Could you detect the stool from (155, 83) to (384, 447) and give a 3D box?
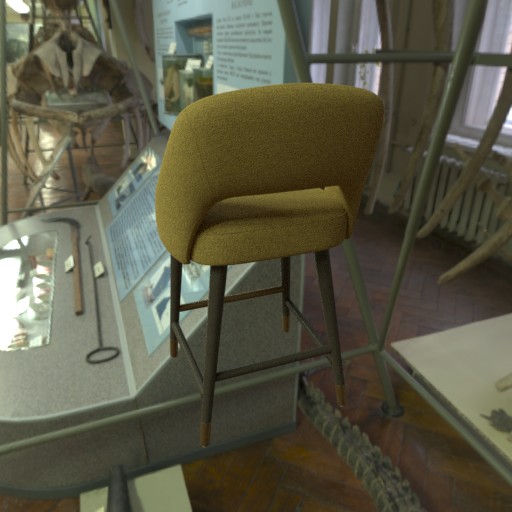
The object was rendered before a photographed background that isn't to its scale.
[{"bbox_3d":[0.000,0.000,1.252,0.536,0.939,0.522,-9,26,-19],"label":"stool"}]
